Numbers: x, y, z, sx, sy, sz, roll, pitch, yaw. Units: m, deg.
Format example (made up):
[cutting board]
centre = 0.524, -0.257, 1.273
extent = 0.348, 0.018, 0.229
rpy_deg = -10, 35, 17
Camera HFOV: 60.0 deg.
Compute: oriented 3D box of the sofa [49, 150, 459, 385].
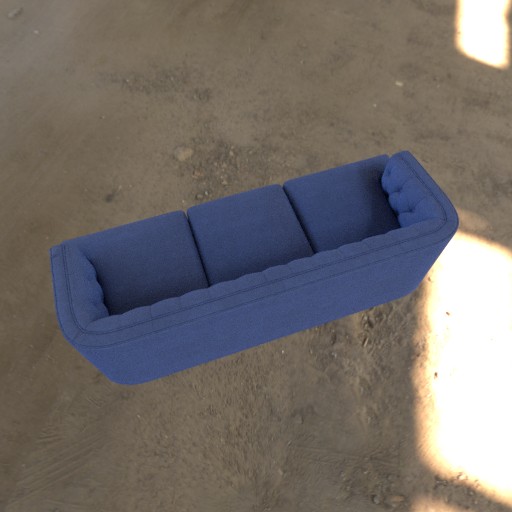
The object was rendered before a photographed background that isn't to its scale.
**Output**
[sofa]
centre = 0.000, 0.000, 2.706
extent = 2.235, 0.787, 0.914
rpy_deg = -17, 61, -9
